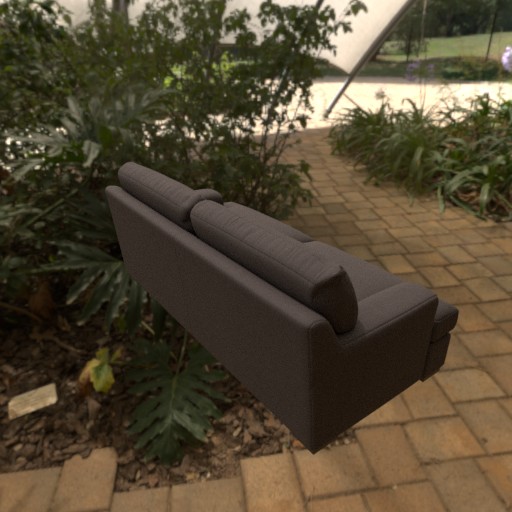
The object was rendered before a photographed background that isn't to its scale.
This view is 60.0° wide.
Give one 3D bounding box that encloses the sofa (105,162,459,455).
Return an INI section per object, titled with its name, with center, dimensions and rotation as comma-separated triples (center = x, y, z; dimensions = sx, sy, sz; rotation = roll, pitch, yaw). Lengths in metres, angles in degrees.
[sofa]
center = 0.000, 0.000, 2.875
dimensions = 1.140, 0.950, 2.271
rotation = -18, 31, -33
